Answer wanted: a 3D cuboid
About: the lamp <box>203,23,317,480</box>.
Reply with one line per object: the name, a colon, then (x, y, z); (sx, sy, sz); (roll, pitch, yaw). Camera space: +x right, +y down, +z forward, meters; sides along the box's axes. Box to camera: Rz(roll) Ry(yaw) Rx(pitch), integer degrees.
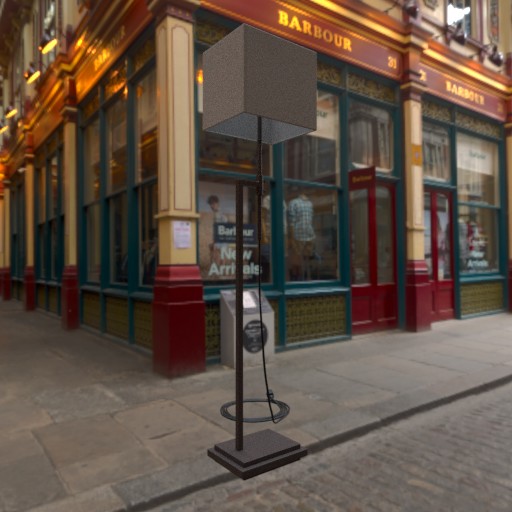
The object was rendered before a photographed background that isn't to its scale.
lamp: (0.000, 0.000, 2.044); (0.698, 1.600, 0.774); (1, -1, -37)
